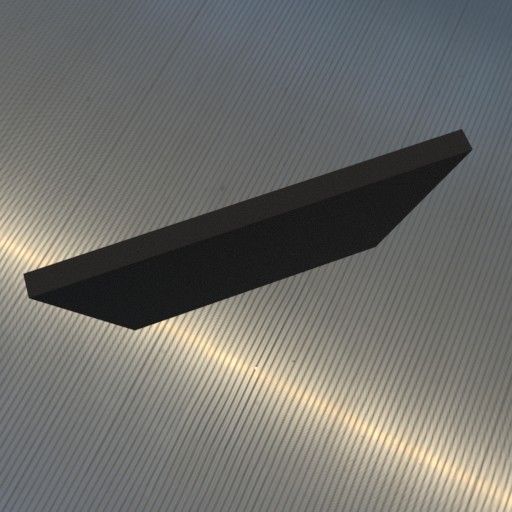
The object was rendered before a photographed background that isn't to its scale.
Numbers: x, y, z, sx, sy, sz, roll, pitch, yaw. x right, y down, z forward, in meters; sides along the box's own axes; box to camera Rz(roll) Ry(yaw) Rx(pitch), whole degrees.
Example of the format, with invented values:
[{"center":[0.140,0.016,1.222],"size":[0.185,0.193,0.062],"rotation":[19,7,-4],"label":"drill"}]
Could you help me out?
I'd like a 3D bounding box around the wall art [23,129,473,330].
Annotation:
[{"center":[0.000,0.000,0.751],"size":[0.558,0.457,0.031],"rotation":[-19,77,-5],"label":"wall art"}]
